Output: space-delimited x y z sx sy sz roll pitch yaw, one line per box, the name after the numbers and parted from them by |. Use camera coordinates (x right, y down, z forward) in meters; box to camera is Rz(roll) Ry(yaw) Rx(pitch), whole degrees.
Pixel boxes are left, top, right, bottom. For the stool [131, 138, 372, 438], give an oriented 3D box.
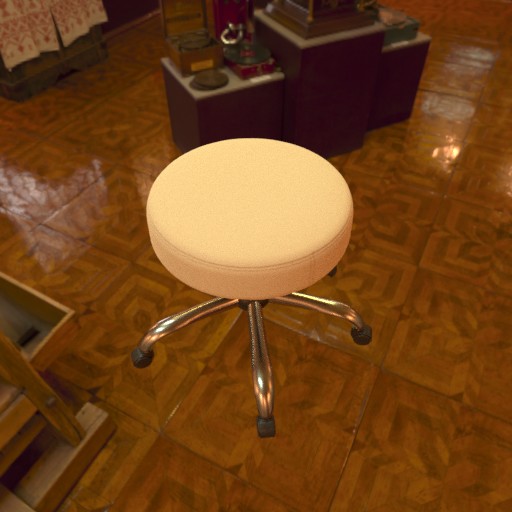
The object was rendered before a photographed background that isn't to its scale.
0.000 0.000 1.086 0.634 0.482 0.614 22 50 20 | stool
